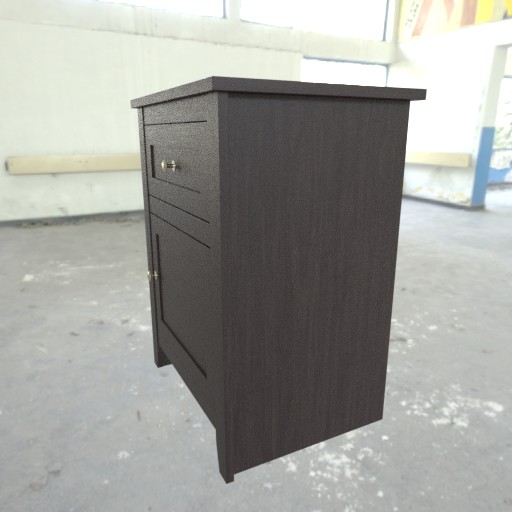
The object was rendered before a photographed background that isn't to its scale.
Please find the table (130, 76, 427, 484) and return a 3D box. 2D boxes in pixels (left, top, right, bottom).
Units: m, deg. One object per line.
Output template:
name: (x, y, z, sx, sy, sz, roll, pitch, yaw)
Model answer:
table: (0.000, 0.000, 0.929, 0.381, 0.635, 0.480, -8, 17, -26)
